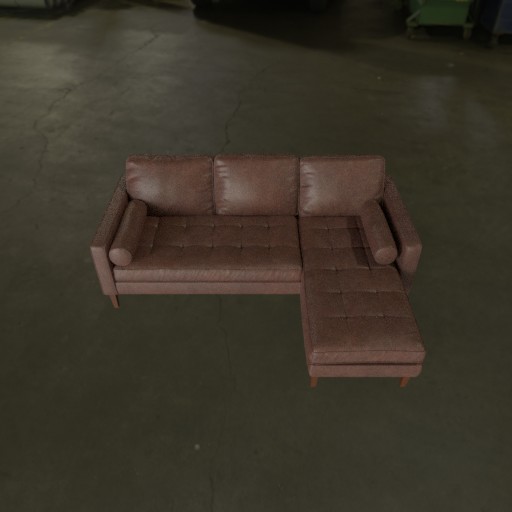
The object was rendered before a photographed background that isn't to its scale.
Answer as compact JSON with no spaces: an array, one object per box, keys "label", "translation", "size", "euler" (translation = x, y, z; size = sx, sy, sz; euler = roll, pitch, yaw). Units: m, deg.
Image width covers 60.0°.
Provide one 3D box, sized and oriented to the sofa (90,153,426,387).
[{"label":"sofa","translation":[0.000,0.000,3.050],"size":[2.185,0.841,1.613],"euler":[0,41,0]}]
